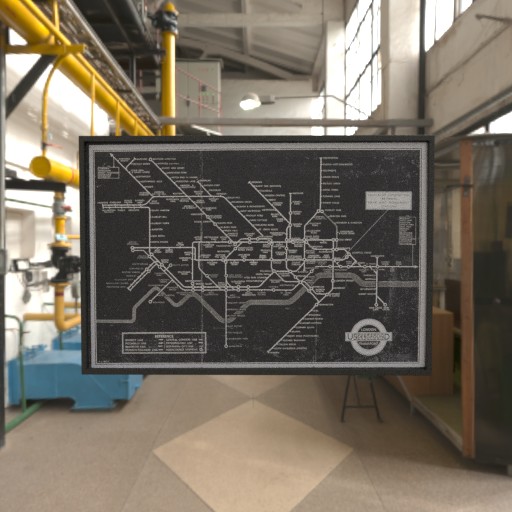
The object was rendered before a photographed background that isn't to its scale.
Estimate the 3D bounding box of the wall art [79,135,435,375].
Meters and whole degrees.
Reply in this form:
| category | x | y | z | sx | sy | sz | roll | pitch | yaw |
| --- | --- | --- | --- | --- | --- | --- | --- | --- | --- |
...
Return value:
| category | x | y | z | sx | sy | sz | roll | pitch | yaw |
| --- | --- | --- | --- | --- | --- | --- | --- | --- | --- |
| wall art | 0.000 | 0.000 | 0.567 | 0.443 | 0.301 | 0.021 | 0 | 2 | 1 |
